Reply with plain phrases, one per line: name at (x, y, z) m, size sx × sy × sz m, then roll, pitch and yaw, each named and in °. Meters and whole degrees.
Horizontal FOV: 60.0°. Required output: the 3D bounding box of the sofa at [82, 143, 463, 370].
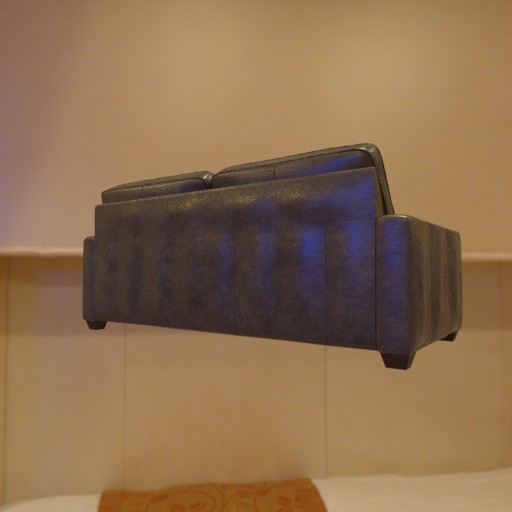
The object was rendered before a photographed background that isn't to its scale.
sofa at (0.000, 0.000, 2.603) m, size 2.081 × 0.916 × 0.939 m, roll -1°, pitch -2°, yaw 35°
